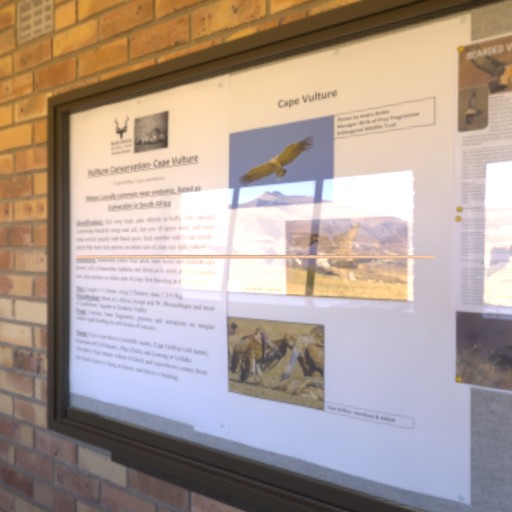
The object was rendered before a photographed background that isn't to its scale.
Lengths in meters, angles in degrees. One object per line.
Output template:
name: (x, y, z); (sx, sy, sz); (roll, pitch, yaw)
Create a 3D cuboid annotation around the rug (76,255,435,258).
rug: (0.000, 0.000, 3.008); (1.526, 0.014, 2.290); (0, 0, 0)
